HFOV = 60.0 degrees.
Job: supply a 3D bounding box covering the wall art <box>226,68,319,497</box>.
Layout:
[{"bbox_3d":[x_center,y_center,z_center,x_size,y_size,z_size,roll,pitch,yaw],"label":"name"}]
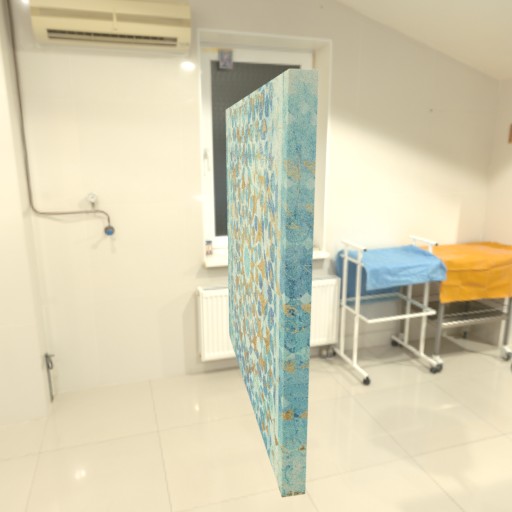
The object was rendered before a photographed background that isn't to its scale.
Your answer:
[{"bbox_3d":[0.000,0.000,0.895,0.040,0.609,0.609,-3,14,-10],"label":"wall art"}]
